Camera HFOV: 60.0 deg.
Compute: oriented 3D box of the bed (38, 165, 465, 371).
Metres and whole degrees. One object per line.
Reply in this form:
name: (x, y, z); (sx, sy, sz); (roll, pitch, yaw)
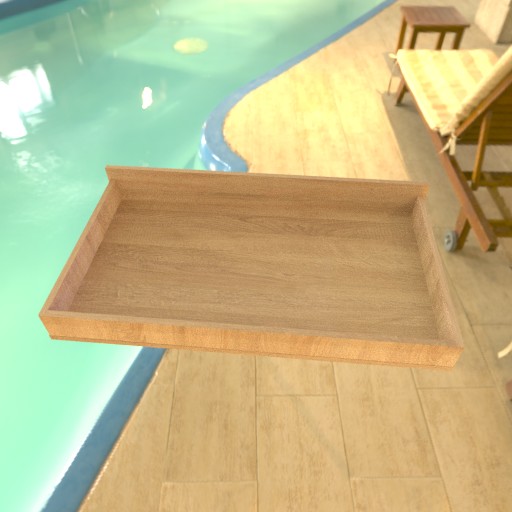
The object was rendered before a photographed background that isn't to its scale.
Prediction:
bed: (0.000, 0.000, 1.496); (1.200, 0.209, 0.685); (4, 46, 4)
